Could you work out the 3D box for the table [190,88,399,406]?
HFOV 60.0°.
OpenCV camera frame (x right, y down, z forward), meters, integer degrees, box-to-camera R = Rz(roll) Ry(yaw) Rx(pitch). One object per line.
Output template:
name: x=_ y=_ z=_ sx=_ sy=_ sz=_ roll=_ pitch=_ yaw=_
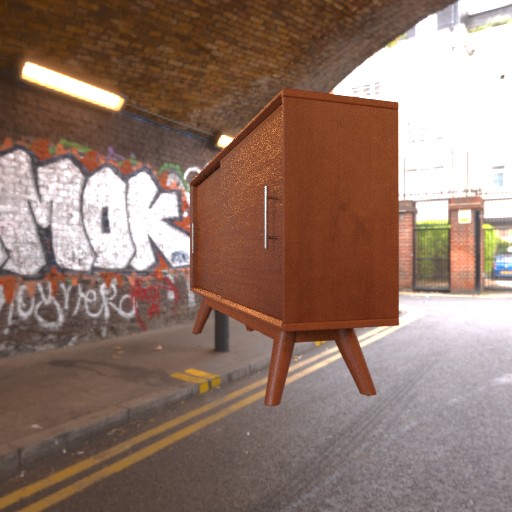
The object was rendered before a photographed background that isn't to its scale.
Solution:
table: x=0.000 y=0.000 z=1.542 sx=0.308 sy=0.698 sz=1.220 roll=0 pitch=0 yaw=-18
